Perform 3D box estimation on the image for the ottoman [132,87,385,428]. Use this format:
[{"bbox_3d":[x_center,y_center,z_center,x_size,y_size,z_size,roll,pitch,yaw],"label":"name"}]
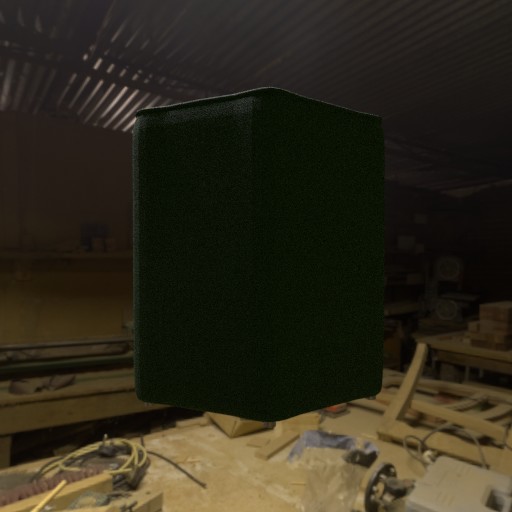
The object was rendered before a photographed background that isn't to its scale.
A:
[{"bbox_3d":[0.000,0.000,0.883,0.499,0.507,0.444,0,0,-35],"label":"ottoman"}]
